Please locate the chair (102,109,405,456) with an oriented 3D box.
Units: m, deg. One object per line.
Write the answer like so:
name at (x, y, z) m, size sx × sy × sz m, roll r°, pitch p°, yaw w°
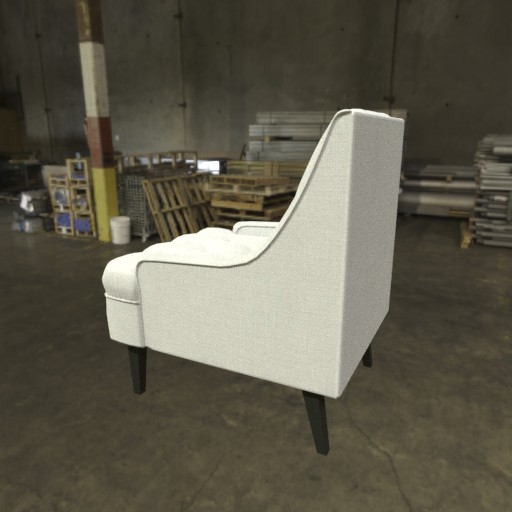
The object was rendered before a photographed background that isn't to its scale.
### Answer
chair at (0.000, 0.000, 1.455) m, size 0.772 × 0.891 × 0.658 m, roll 8°, pitch 17°, yaw 26°
